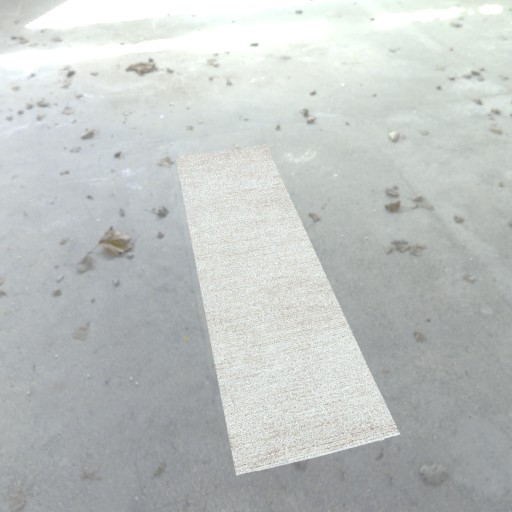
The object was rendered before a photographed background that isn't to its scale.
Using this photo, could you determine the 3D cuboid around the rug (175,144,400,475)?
[{"bbox_3d":[0.000,0.000,2.614,0.712,0.013,2.346,-9,46,-9],"label":"rug"}]
